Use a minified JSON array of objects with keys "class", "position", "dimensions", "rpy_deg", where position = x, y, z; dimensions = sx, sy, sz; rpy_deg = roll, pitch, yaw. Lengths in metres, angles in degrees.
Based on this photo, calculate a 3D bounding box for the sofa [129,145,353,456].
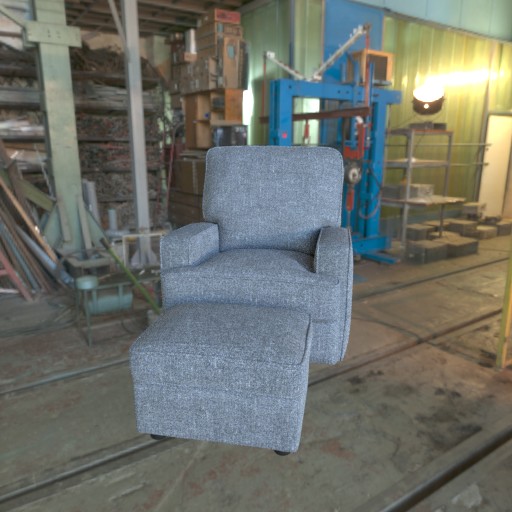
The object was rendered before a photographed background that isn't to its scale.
[{"class":"sofa","position":[0.000,0.000,1.990],"dimensions":[0.861,0.959,1.472],"rpy_deg":[3,14,10]}]
